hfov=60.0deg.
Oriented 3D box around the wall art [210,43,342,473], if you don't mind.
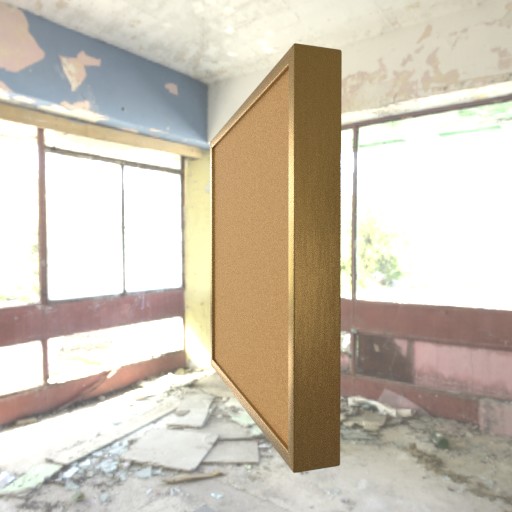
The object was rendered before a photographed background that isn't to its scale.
[{"bbox_3d":[0.000,0.000,0.464,0.037,0.305,0.305,0,1,-17],"label":"wall art"}]
